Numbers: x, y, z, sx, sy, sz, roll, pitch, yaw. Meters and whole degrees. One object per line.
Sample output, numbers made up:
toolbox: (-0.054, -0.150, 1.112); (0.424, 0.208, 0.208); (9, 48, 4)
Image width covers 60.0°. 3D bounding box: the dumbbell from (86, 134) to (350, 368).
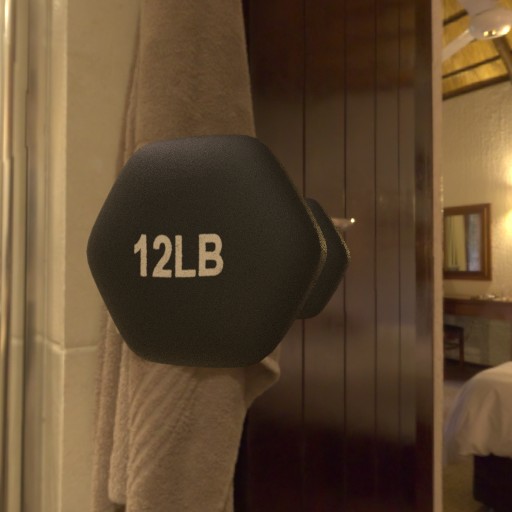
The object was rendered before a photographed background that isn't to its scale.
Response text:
dumbbell: (0.000, 0.000, 0.289); (0.112, 0.101, 0.231); (0, -1, 16)
